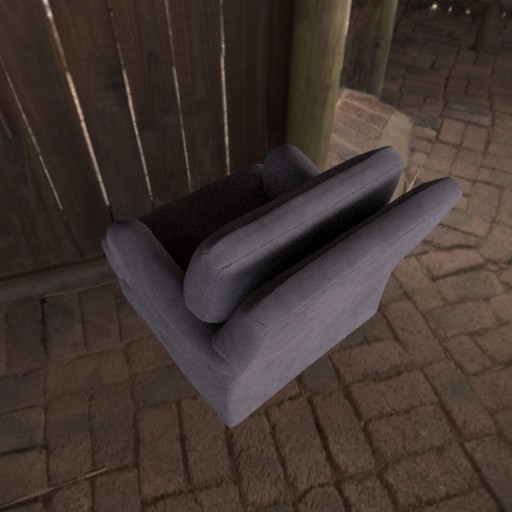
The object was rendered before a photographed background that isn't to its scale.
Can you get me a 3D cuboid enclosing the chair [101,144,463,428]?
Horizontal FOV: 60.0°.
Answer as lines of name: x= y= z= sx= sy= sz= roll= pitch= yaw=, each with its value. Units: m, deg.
chair: x=0.000 y=0.000 z=1.823 sx=0.955 sy=0.997 sz=1.070 roll=-31 pitch=53 yaw=-27
